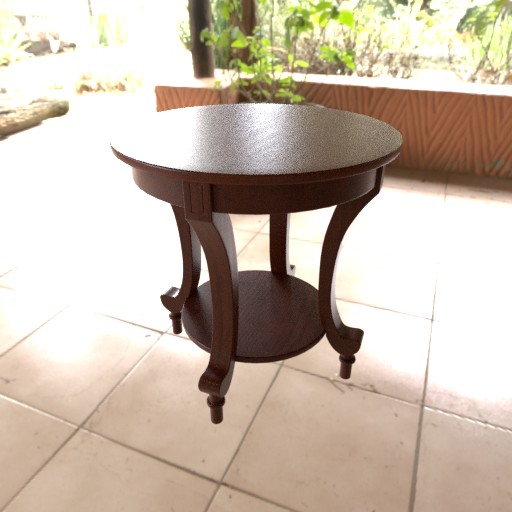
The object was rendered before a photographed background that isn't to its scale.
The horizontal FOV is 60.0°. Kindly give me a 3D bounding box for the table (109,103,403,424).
[{"bbox_3d":[0.000,0.000,1.084,0.597,0.612,0.597,0,29,0],"label":"table"}]
